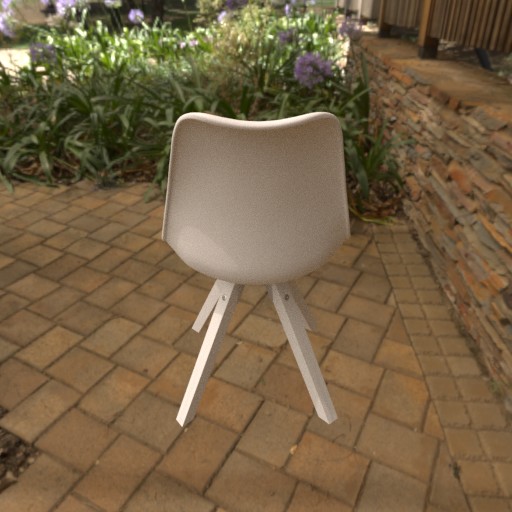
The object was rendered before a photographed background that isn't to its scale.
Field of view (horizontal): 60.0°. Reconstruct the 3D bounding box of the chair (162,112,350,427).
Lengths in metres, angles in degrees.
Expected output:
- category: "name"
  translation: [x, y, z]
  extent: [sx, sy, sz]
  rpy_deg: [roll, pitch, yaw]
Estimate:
- category: "chair"
  translation: [0.000, 0.000, 1.190]
  extent: [0.485, 0.850, 0.550]
  rpy_deg: [0, 30, -1]
